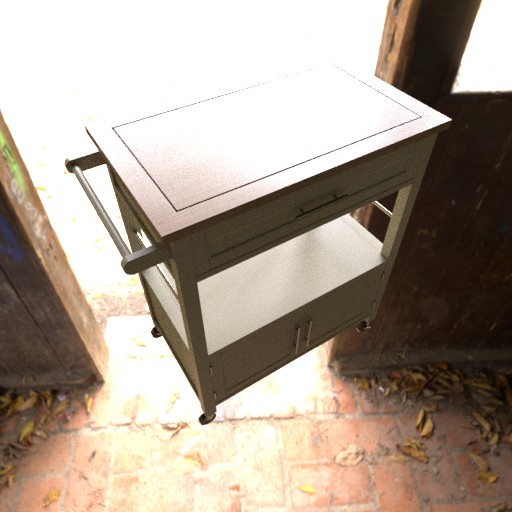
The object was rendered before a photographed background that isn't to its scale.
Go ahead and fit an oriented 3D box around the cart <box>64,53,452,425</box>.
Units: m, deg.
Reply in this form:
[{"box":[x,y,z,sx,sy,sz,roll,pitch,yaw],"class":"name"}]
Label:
[{"box":[0.000,0.000,1.382,0.840,0.901,0.459,-25,52,-21],"class":"cart"}]
